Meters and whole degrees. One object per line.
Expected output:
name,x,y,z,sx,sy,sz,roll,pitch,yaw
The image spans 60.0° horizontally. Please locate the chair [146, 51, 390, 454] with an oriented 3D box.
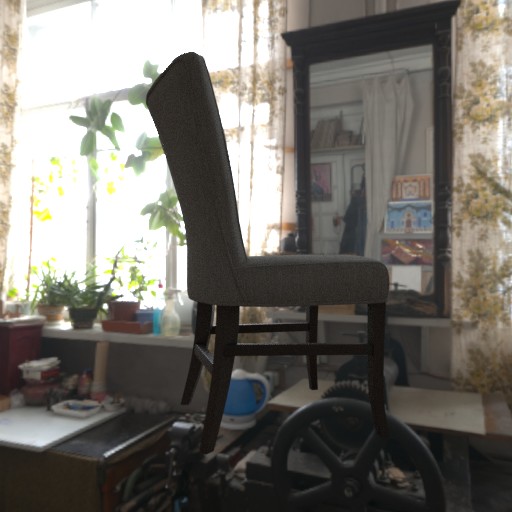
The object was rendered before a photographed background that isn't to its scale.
chair,0.000,0.000,1.363,0.660,0.991,0.520,0,-1,-17
